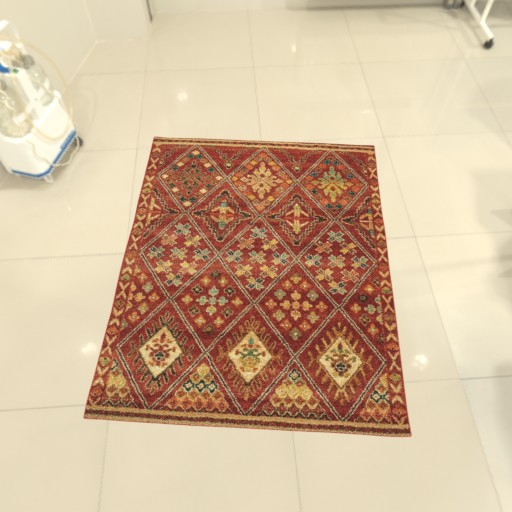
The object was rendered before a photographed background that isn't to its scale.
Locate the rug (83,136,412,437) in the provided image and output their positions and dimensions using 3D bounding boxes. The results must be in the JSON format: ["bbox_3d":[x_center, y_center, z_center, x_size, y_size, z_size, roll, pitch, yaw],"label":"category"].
[{"bbox_3d":[0.000,0.000,4.165,2.489,0.030,3.086,3,58,2],"label":"rug"}]
